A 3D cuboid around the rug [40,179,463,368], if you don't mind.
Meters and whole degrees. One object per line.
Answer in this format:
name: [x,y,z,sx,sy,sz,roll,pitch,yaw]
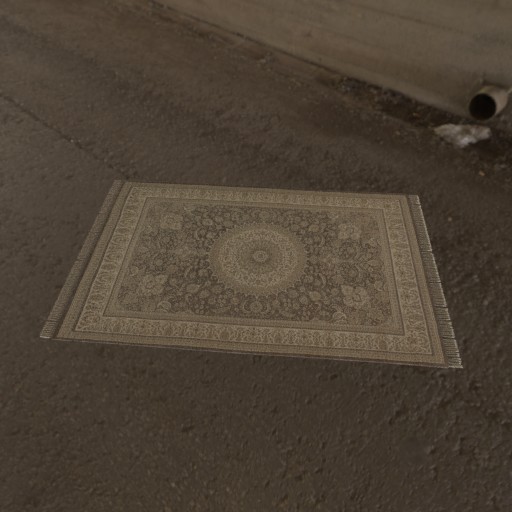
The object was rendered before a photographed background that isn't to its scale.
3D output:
rug: [0.000,0.000,3.050,2.440,0.010,1.528,3,47,3]
